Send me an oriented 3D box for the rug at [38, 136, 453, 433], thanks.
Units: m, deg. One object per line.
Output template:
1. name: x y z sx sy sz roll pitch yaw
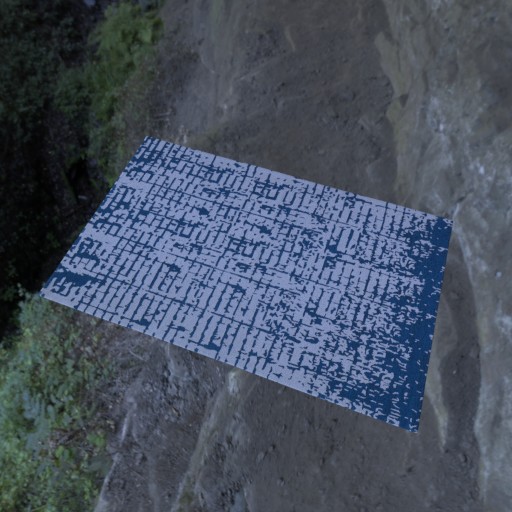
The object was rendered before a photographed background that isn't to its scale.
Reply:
1. rug: 0.000 0.000 3.003 2.435 0.011 1.517 17 61 10
